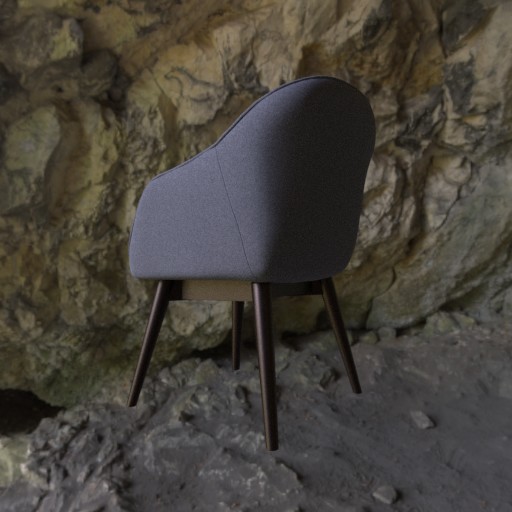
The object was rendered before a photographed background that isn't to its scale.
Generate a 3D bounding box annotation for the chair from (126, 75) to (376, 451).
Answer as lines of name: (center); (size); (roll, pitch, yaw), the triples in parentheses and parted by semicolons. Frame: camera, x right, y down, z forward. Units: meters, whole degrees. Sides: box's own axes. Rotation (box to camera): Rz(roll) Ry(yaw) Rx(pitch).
chair: (0.000, 0.000, 1.242); (0.611, 0.810, 0.589); (0, 0, 35)
